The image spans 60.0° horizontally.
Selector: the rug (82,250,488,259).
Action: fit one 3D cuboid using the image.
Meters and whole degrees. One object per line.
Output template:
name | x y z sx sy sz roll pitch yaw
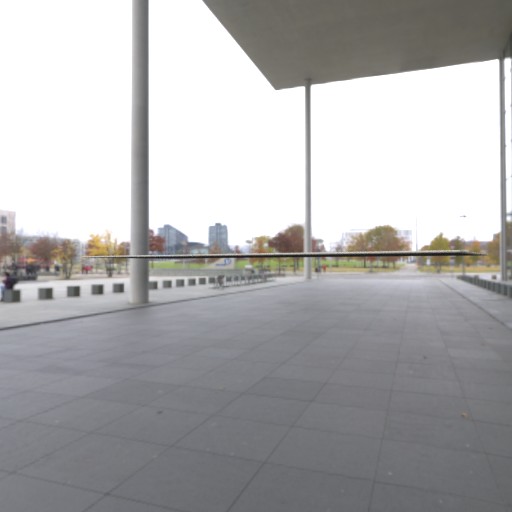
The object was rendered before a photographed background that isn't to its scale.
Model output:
rug | 0.000 0.000 2.704 2.435 0.009 0.750 -1 -1 35
